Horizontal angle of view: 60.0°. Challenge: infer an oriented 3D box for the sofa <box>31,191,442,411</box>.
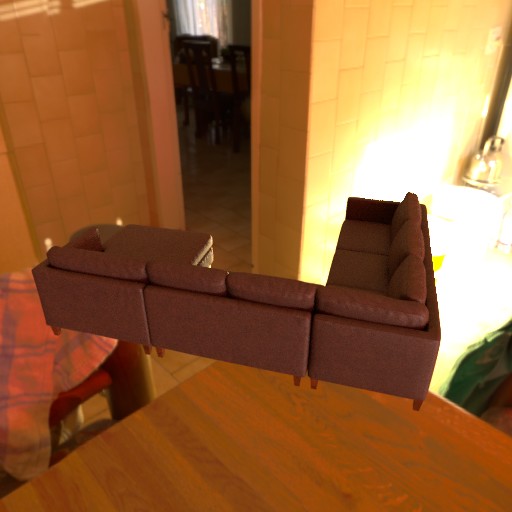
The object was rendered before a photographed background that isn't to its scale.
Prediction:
[{"bbox_3d":[0.000,0.000,4.689,3.460,0.923,2.593,8,30,14],"label":"sofa"}]
